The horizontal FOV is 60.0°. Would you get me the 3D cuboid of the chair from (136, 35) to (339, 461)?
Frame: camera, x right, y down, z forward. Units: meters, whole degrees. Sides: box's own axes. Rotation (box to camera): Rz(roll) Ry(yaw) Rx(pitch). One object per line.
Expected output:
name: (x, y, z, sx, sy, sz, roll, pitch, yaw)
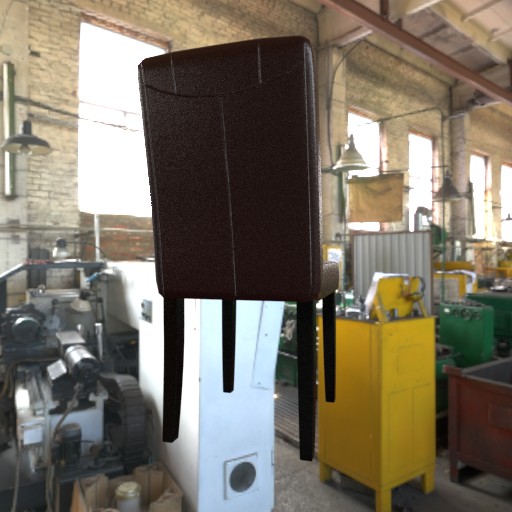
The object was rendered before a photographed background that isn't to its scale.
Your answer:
chair: (0.000, 0.000, 1.189, 0.399, 0.897, 0.556, 0, 0, 17)
